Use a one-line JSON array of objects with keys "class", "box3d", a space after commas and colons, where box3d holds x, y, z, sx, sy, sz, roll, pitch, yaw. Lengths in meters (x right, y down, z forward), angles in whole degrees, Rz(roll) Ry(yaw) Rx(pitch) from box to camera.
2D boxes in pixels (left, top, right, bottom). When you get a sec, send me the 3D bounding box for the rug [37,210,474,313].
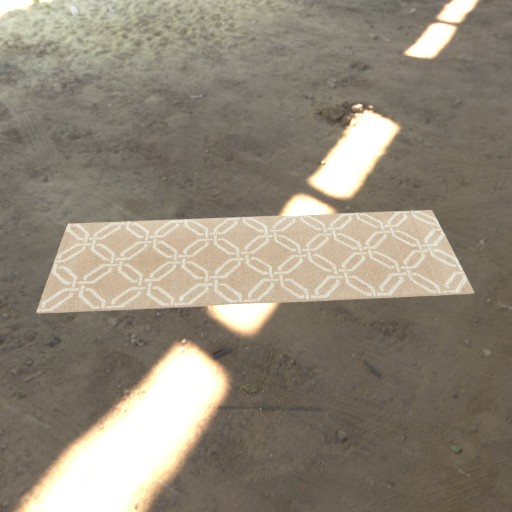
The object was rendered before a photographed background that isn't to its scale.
[{"class": "rug", "box3d": [0.000, 0.000, 2.531, 2.276, 0.014, 0.678, -2, 46, -2]}]
